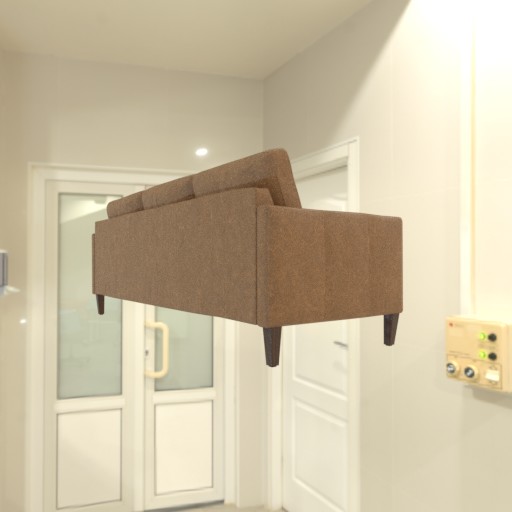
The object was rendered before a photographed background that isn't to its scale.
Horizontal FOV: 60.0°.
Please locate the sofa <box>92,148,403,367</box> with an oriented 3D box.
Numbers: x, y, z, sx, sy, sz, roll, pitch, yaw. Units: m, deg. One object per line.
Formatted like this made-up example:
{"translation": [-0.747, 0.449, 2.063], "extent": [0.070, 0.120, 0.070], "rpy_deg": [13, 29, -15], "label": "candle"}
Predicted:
{"translation": [0.000, 0.000, 2.934], "extent": [1.506, 0.876, 2.178], "rpy_deg": [1, -1, -37], "label": "sofa"}
